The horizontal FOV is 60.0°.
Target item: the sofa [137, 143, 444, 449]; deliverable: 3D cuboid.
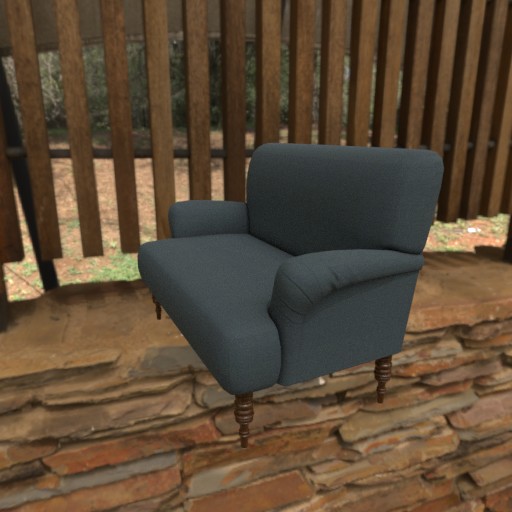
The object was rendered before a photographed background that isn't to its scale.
[{"bbox_3d":[0.000,0.000,1.851,0.779,0.889,1.297,-7,17,-25],"label":"sofa"}]
